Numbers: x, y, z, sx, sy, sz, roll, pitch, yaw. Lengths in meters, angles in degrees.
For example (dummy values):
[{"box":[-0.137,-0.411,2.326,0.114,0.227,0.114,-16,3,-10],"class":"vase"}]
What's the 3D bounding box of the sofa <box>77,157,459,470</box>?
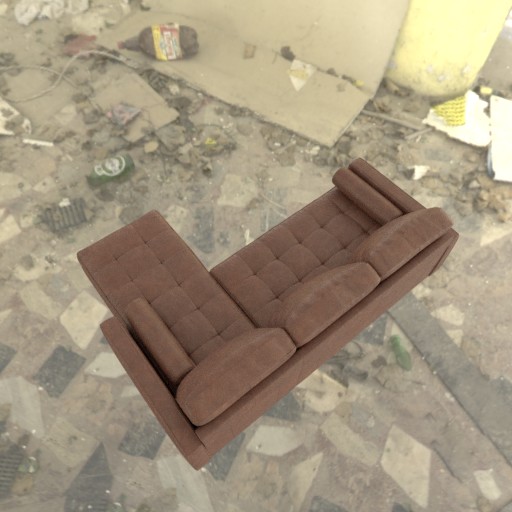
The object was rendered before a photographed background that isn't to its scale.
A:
[{"box":[0.000,0.000,3.014,2.185,0.841,1.613,-34,63,-20],"class":"sofa"}]
